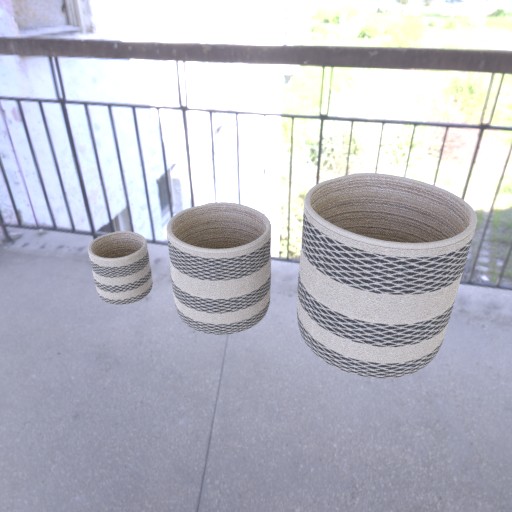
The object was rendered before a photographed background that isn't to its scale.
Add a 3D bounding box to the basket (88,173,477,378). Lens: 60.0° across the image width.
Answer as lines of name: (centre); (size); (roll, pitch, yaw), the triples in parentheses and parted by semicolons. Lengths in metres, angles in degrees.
basket: (0.000, 0.000, 1.078); (0.917, 0.356, 0.351); (8, 32, 13)
